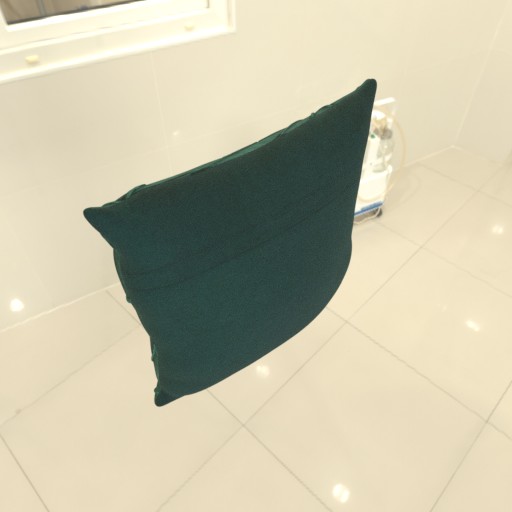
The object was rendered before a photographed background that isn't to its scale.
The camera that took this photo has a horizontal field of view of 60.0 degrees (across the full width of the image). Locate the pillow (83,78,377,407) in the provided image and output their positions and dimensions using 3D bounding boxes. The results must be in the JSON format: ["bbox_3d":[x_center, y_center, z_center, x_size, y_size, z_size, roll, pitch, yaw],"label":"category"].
[{"bbox_3d":[0.000,0.000,0.680,0.439,0.440,0.184,-31,54,-25],"label":"pillow"}]
